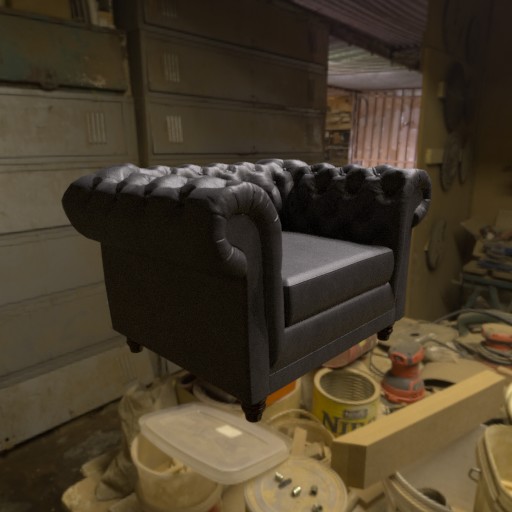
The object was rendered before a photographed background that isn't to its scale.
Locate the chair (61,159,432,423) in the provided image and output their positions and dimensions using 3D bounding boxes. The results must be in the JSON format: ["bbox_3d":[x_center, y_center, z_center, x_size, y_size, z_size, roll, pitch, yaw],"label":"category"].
[{"bbox_3d":[0.000,0.000,1.882,0.943,0.780,1.298,13,19,42],"label":"chair"}]
